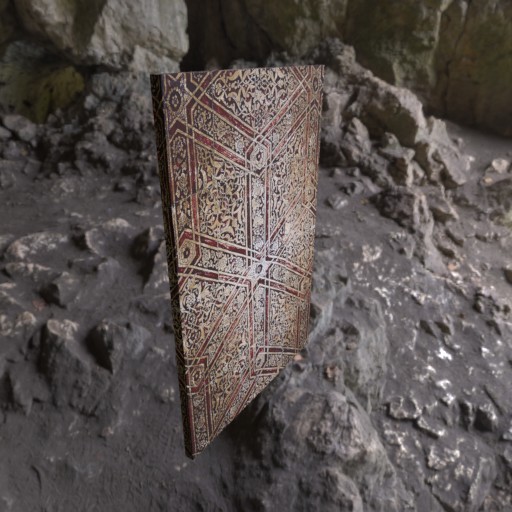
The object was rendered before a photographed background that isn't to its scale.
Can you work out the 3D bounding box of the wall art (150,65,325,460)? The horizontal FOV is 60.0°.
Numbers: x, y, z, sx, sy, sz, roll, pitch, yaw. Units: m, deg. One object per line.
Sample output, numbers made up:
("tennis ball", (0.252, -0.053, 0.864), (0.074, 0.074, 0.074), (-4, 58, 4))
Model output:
("wall art", (0.000, 0.000, 0.768), (0.020, 0.599, 0.397), (16, 30, 31))
